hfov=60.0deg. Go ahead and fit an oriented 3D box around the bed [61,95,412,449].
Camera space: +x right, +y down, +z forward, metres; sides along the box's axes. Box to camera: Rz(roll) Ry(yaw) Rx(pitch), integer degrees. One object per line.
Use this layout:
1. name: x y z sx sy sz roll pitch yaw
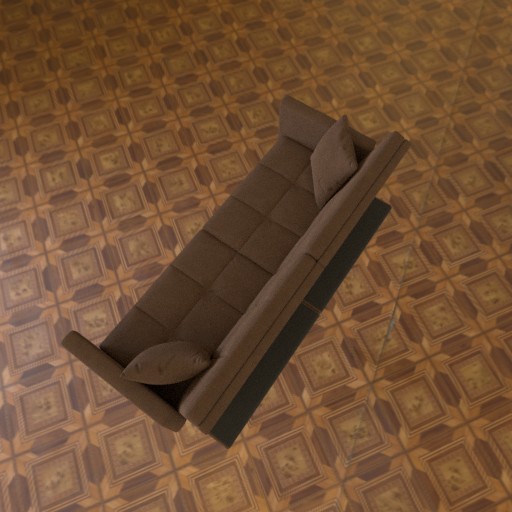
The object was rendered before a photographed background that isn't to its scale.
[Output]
1. bed: 0.000 0.000 2.406 0.889 0.787 1.905 33 69 14
